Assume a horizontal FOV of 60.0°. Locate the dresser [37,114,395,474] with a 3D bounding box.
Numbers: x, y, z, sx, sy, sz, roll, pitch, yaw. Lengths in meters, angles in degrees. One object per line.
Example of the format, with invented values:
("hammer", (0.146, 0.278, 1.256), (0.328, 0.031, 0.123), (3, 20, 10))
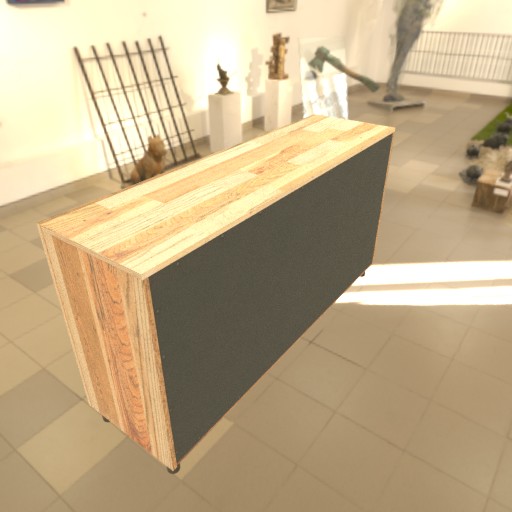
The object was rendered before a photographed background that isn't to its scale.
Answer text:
("dresser", (0.000, 0.000, 1.896), (0.487, 0.834, 1.547), (21, 37, 31))
